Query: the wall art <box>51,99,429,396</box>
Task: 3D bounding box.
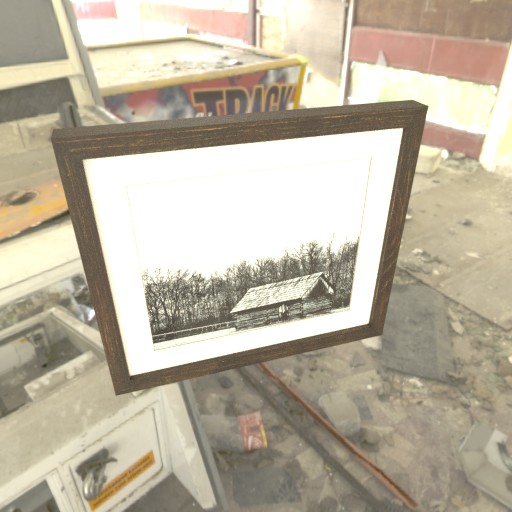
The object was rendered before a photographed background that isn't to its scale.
[{"bbox_3d":[0.000,0.000,0.532,0.381,0.330,0.031,-9,34,-14],"label":"wall art"}]
